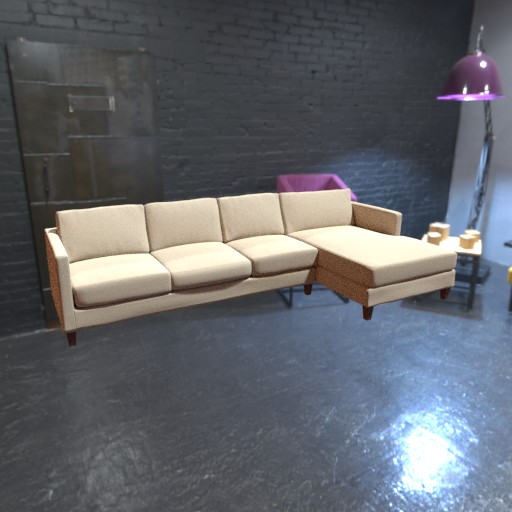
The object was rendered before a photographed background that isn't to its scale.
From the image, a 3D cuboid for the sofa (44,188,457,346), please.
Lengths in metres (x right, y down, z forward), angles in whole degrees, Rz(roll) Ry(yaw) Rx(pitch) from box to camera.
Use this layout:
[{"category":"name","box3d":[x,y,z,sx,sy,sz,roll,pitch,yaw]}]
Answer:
[{"category":"sofa","box3d":[0.000,0.000,3.823,3.186,0.861,1.625,-9,19,-27]}]
